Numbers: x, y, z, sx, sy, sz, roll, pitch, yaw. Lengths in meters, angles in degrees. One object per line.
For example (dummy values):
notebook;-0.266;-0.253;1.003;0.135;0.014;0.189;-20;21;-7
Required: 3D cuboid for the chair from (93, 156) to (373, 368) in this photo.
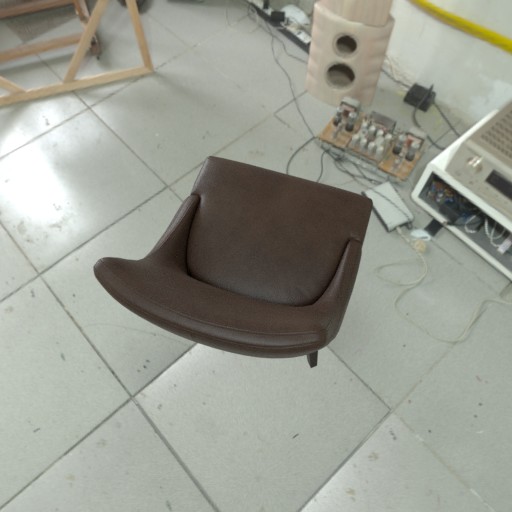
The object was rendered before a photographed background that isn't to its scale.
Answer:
chair;0.000;0.000;1.505;0.701;0.909;0.861;17;64;8
